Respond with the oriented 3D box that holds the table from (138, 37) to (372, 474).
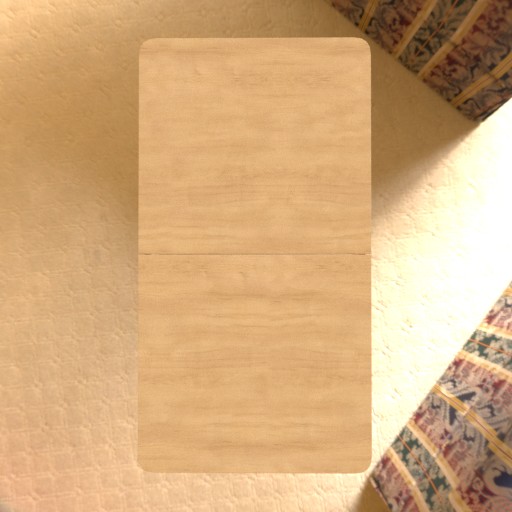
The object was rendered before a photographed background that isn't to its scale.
[{"bbox_3d":[0.000,0.000,1.875,0.750,0.900,1.400,0,89,1],"label":"table"}]
